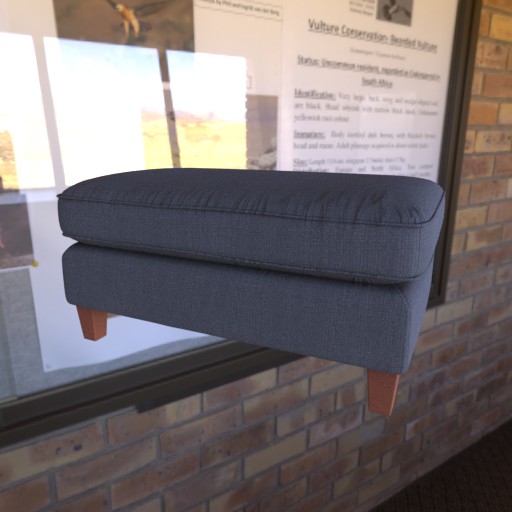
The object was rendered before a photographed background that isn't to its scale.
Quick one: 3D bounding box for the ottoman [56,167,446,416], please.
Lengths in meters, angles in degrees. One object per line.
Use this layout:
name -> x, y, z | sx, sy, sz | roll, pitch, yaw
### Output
ottoman -> 0.000, 0.000, 1.179 | 0.885, 0.438, 0.570 | 7, 17, 24
